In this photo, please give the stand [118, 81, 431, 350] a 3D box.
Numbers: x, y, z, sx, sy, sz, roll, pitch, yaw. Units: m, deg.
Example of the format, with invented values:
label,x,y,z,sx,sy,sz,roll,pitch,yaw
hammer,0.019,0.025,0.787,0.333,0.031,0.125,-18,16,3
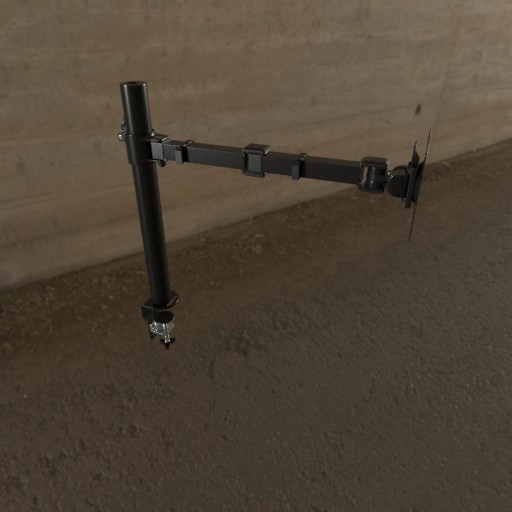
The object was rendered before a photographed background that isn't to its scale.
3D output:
label,x,y,z,sx,sy,sz,roll,pitch,yaw
stand,0.000,0.000,0.723,0.456,0.510,0.115,11,32,18
